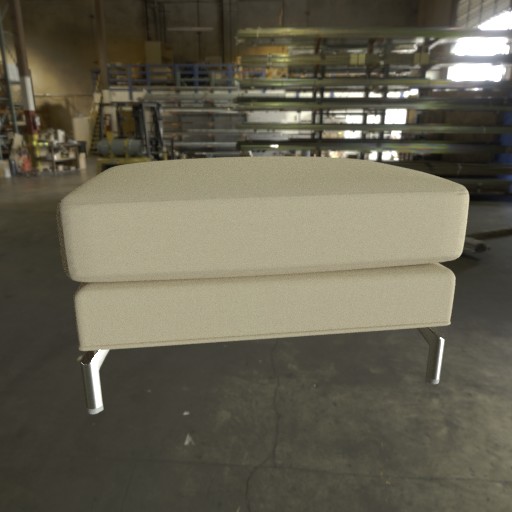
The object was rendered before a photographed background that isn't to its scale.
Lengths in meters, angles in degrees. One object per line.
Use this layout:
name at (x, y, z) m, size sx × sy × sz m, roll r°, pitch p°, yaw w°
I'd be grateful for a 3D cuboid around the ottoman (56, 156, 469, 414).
ottoman at (0.000, 0.000, 1.179) m, size 0.835 × 0.497 × 0.581 m, roll -2°, pitch 17°, yaw -8°
